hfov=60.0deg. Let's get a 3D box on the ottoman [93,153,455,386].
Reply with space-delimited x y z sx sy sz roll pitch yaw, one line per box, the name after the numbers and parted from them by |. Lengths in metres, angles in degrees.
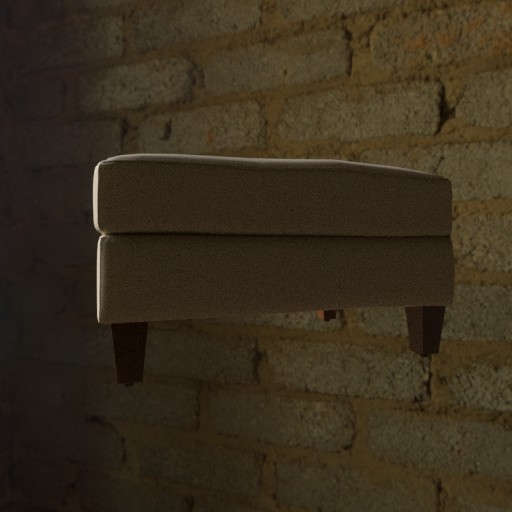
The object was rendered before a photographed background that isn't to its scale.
0.000 0.000 1.210 0.818 0.485 0.634 -1 2 -18 | ottoman
